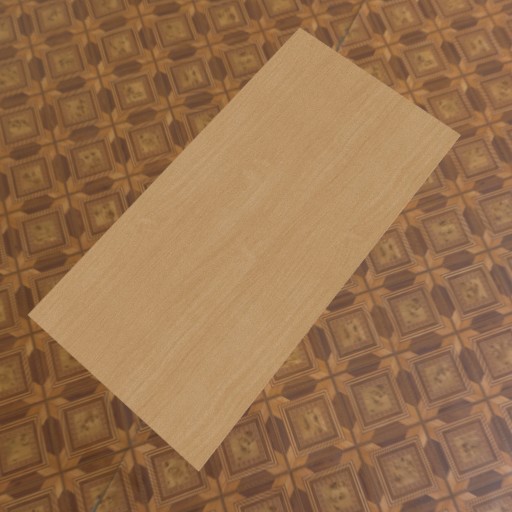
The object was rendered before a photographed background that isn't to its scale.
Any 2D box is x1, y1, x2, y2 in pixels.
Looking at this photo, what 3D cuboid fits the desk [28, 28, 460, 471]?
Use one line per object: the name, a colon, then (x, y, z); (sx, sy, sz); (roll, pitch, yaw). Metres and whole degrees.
desk: (0.000, 0.000, 1.512); (0.560, 0.735, 1.097); (38, 78, 9)
